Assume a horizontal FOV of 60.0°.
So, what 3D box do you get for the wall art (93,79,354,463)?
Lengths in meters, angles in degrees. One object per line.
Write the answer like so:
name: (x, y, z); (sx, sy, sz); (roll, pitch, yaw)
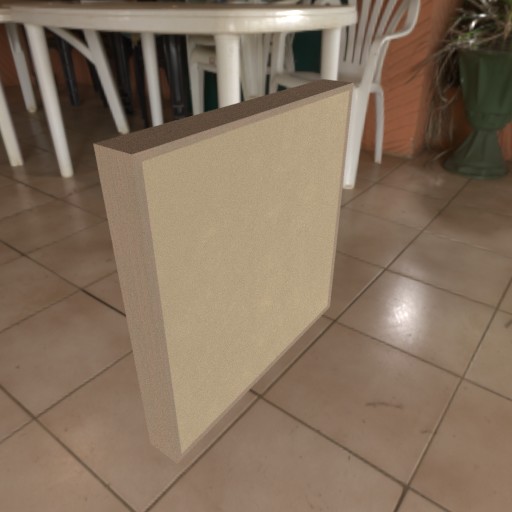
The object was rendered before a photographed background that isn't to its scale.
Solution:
wall art: (0.000, 0.000, 0.461); (0.038, 0.303, 0.304); (21, 37, 31)
